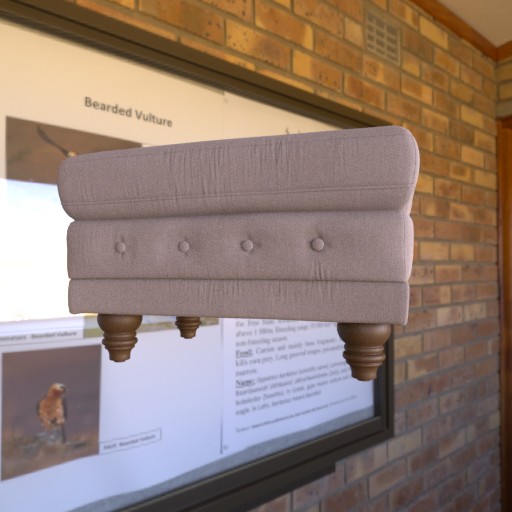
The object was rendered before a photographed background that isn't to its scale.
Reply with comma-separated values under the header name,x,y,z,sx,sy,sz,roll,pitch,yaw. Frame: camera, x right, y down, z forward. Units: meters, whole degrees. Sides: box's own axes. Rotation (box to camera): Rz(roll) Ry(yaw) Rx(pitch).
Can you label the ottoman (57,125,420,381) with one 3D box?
name,x,y,z,sx,sy,sz,roll,pitch,yaw
ottoman,0.000,0.000,1.133,0.771,0.500,0.569,0,-2,18
